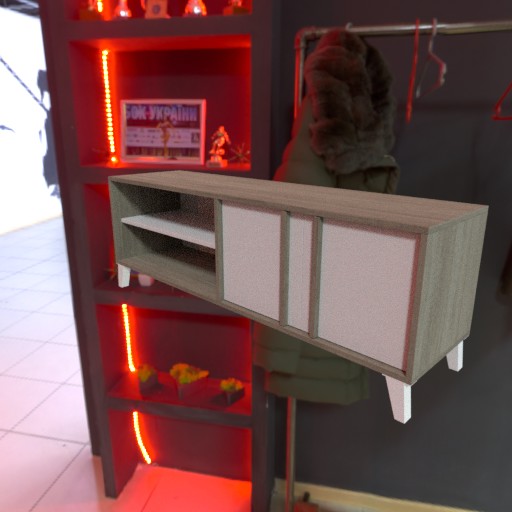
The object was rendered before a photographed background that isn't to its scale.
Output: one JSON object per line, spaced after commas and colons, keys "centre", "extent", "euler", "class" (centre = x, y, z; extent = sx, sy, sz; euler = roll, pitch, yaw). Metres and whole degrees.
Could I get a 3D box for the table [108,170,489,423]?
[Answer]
{"centre": [0.000, 0.000, 1.728], "extent": [1.500, 0.530, 0.400], "euler": [16, 22, 42], "class": "table"}
